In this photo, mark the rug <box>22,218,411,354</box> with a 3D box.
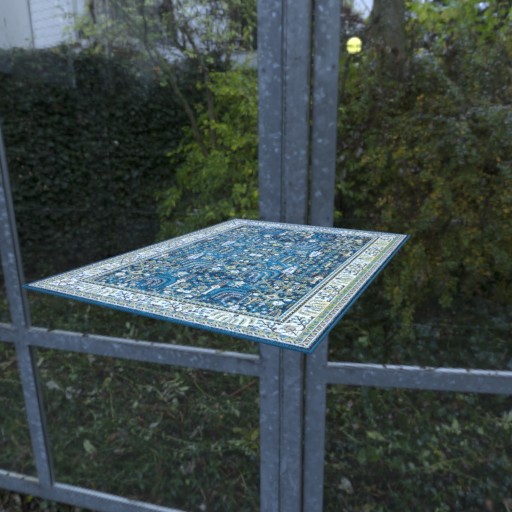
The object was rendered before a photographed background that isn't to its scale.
[{"bbox_3d":[0.000,0.000,2.897,1.594,0.013,2.213,8,17,26],"label":"rug"}]
